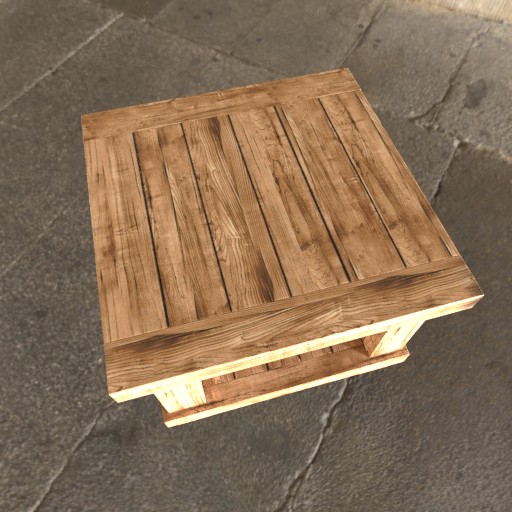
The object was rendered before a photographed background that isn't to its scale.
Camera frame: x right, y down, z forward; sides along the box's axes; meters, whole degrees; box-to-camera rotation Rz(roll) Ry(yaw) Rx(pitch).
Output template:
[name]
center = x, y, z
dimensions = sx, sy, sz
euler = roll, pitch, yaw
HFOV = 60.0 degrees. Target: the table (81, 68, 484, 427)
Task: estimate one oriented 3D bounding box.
[table]
center = 0.000, 0.000, 1.031
dimensions = 0.610, 0.457, 0.610
euler = -13, 60, -8
